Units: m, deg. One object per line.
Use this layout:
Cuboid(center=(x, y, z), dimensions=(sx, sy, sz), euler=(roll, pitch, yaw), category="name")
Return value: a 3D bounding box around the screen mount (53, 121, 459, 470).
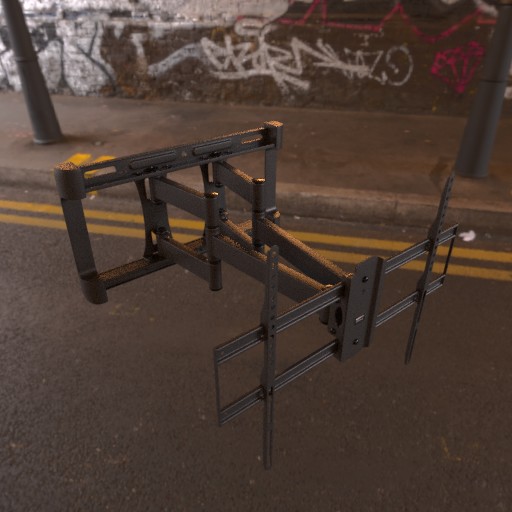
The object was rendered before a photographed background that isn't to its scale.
Cuboid(center=(0.000, 0.000, 1.059), dimensions=(0.661, 0.491, 0.644), euler=(-22, 37, -32), category="screen mount")
